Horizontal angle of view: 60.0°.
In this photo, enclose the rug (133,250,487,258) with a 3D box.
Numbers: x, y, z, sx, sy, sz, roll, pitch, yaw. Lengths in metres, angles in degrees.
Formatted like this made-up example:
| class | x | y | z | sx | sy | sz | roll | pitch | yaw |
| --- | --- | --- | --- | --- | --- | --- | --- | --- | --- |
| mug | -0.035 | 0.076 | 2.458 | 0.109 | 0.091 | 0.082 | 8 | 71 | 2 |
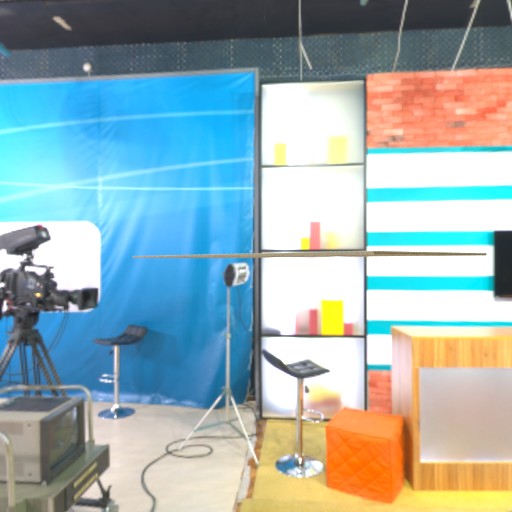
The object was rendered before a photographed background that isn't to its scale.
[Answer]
| class | x | y | z | sx | sy | sz | roll | pitch | yaw |
| --- | --- | --- | --- | --- | --- | --- | --- | --- | --- |
| rug | 0.000 | 0.000 | 2.524 | 0.661 | 0.013 | 2.297 | 0 | -1 | -34 |
